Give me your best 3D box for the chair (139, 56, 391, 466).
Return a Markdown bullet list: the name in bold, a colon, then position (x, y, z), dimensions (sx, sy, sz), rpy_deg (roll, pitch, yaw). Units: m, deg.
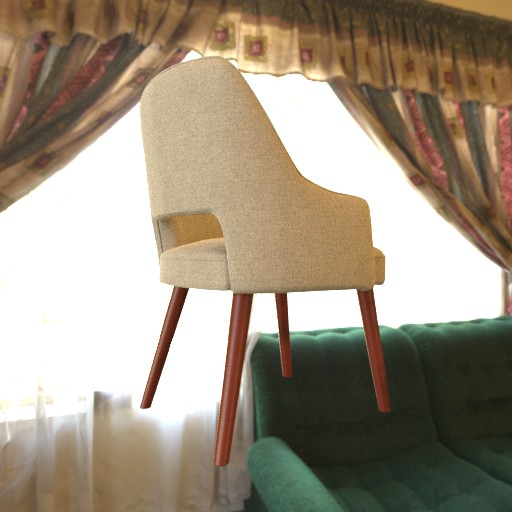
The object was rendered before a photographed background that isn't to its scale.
- **chair**: position (0.000, 0.000, 1.214), dimensions (0.605, 0.849, 0.548), rpy_deg (0, 1, -36)
